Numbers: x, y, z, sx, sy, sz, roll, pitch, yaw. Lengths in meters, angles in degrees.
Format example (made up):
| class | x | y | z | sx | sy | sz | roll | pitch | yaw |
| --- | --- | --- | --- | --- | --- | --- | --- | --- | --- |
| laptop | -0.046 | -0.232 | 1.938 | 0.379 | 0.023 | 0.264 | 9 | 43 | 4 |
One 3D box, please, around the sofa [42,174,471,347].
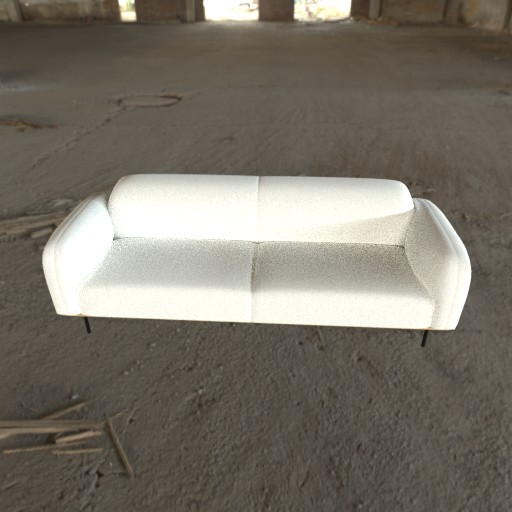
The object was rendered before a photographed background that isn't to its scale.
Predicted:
| class | x | y | z | sx | sy | sz | roll | pitch | yaw |
| --- | --- | --- | --- | --- | --- | --- | --- | --- | --- |
| sofa | 0.000 | 0.000 | 2.694 | 2.280 | 0.780 | 0.870 | 2 | 31 | 3 |
